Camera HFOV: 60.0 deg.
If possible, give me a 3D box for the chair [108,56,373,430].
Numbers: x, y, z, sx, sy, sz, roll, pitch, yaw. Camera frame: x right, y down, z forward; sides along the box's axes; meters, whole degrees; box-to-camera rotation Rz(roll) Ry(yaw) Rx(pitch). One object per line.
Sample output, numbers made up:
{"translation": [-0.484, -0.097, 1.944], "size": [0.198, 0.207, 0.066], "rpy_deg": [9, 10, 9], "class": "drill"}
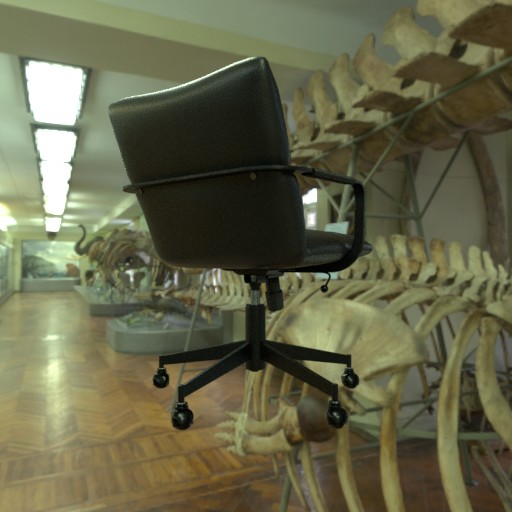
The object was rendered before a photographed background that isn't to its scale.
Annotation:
{"translation": [0.000, 0.000, 1.448], "size": [0.719, 0.922, 0.748], "rpy_deg": [-1, -1, 35], "class": "chair"}
